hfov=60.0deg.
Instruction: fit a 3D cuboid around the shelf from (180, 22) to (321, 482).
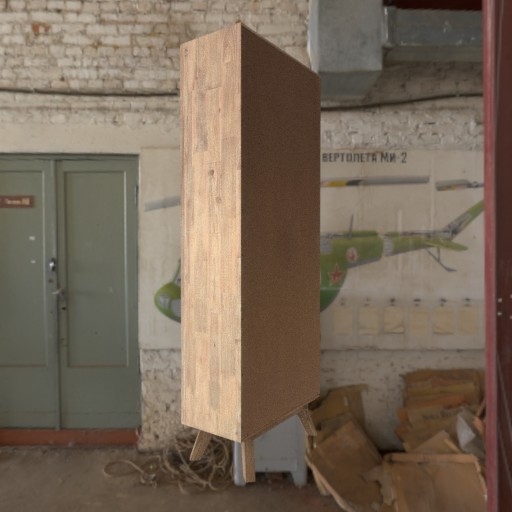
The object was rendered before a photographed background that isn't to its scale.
[{"bbox_3d":[0.000,0.000,1.544,0.267,1.342,0.491,1,2,36],"label":"shelf"}]
